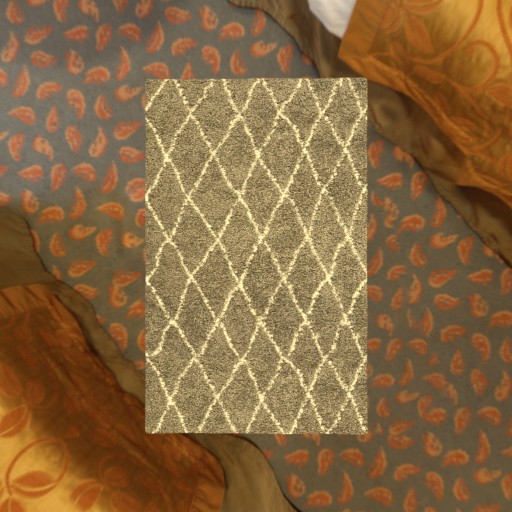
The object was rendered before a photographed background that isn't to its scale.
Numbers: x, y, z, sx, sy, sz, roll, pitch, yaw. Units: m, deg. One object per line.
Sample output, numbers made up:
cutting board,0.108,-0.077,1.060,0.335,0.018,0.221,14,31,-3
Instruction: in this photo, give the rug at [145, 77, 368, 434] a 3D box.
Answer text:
rug,0.000,0.000,3.045,1.524,0.030,2.438,0,90,1
